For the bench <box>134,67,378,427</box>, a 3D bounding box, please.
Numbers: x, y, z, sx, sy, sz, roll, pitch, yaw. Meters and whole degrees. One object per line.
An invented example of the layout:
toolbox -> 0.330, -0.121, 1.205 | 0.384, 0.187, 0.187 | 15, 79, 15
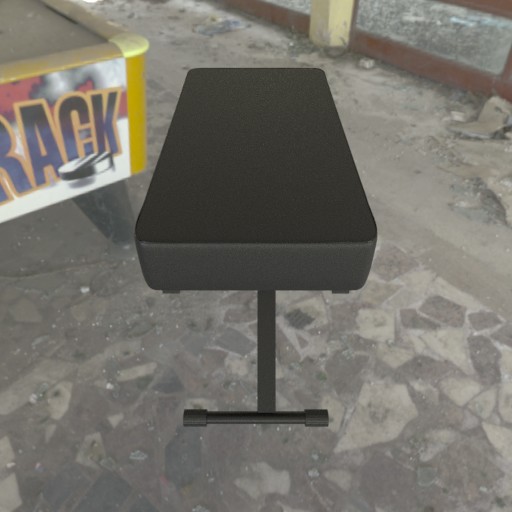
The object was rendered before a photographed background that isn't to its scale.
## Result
bench -> 0.000, 0.000, 0.919 | 0.300, 0.561, 0.600 | 0, 41, 0
